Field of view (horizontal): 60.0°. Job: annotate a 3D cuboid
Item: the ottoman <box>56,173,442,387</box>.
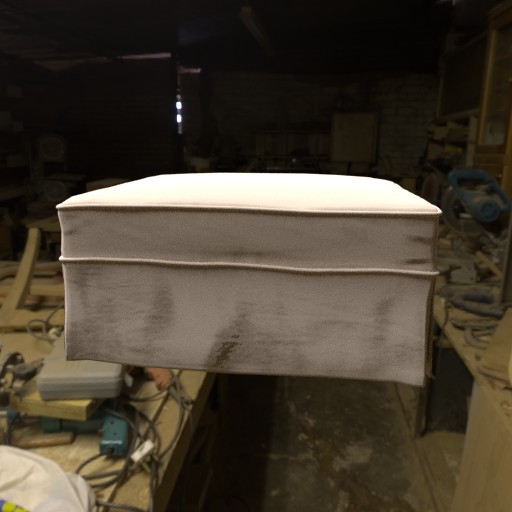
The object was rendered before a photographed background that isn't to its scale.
[{"bbox_3d":[0.000,0.000,1.350,0.944,0.479,0.703,2,15,7],"label":"ottoman"}]
